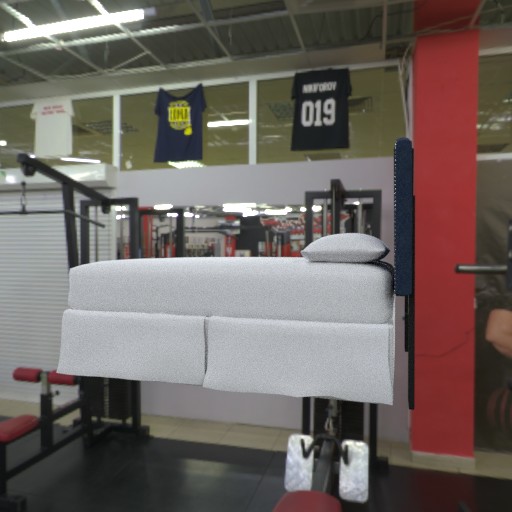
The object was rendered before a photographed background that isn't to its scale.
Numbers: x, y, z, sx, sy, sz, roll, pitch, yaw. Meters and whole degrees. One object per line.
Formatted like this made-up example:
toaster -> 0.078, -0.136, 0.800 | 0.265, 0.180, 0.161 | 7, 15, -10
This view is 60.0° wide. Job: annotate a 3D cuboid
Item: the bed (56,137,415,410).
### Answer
bed -> 0.000, 0.000, 3.263 | 2.153, 1.518, 1.725 | 0, 1, 18
